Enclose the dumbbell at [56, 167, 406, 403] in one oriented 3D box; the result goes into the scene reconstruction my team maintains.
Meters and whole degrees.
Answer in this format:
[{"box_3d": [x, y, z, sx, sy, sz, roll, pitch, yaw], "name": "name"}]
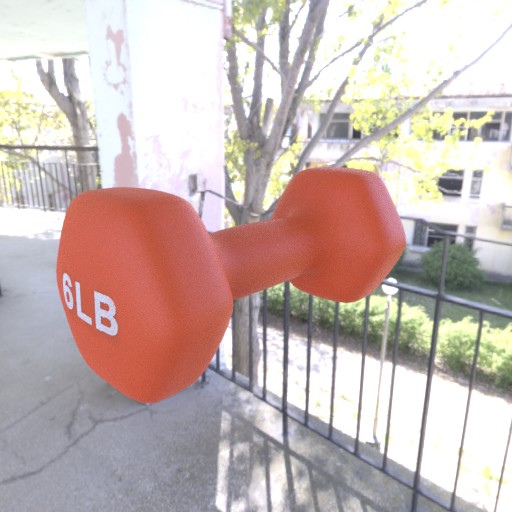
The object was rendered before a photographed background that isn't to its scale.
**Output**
[{"box_3d": [0.000, 0.000, 0.201, 0.079, 0.071, 0.162, 15, 21, 42], "name": "dumbbell"}]
